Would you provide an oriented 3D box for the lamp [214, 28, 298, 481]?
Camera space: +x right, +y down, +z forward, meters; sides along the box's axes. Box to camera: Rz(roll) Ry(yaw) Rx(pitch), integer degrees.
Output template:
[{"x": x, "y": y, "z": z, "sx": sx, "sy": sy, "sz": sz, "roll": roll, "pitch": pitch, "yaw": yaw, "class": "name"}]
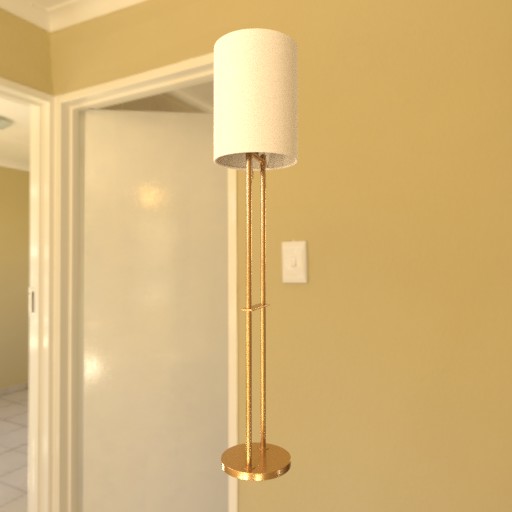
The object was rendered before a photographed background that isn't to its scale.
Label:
[{"x": 0.000, "y": 0.000, "z": 1.607, "sx": 0.305, "sy": 1.500, "sz": 0.306, "roll": 0, "pitch": -1, "yaw": 18, "class": "lamp"}]
